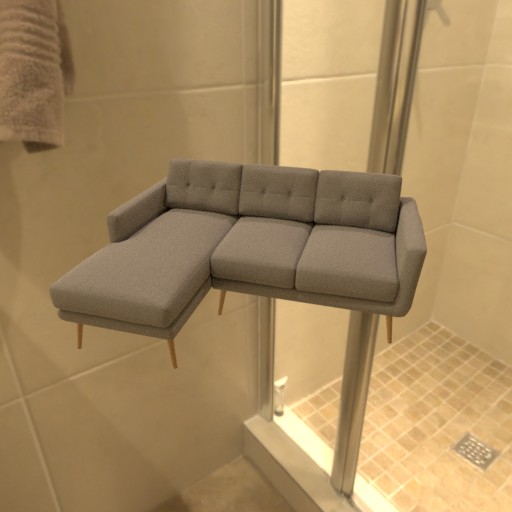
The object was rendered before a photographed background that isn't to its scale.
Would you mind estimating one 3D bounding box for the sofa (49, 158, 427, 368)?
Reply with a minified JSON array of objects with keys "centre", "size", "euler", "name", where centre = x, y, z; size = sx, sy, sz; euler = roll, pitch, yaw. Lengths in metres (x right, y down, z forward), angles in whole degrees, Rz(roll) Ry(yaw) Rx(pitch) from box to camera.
[{"centre":[0.000,0.000,2.904],"size":[2.040,0.860,1.530],"euler":[7,28,14],"name":"sofa"}]
